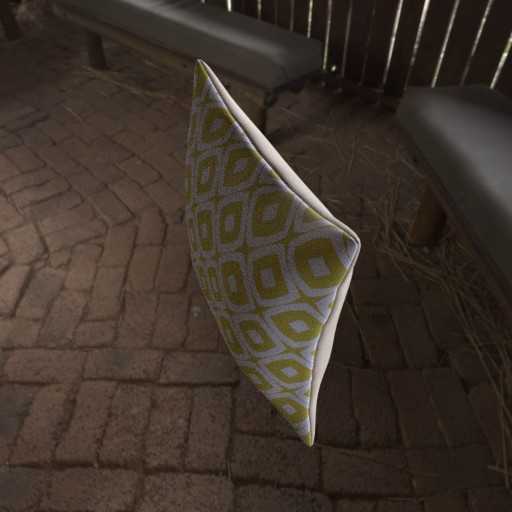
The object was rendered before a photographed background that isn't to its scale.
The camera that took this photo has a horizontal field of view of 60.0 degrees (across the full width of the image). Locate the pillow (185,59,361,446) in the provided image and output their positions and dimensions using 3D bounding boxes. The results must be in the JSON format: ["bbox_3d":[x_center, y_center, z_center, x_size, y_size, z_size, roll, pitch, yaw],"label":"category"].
[{"bbox_3d":[0.000,0.000,0.766,0.188,0.494,0.504,-17,47,-16],"label":"pillow"}]
